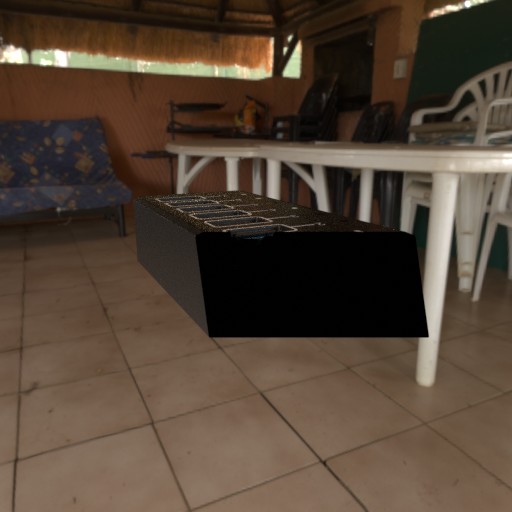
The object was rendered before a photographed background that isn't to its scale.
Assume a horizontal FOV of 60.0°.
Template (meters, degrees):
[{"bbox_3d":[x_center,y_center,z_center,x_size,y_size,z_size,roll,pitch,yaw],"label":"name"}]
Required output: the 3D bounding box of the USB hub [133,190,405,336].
[{"bbox_3d":[0.000,0.000,0.124,0.044,0.023,0.110,-8,17,-26],"label":"USB hub"}]
